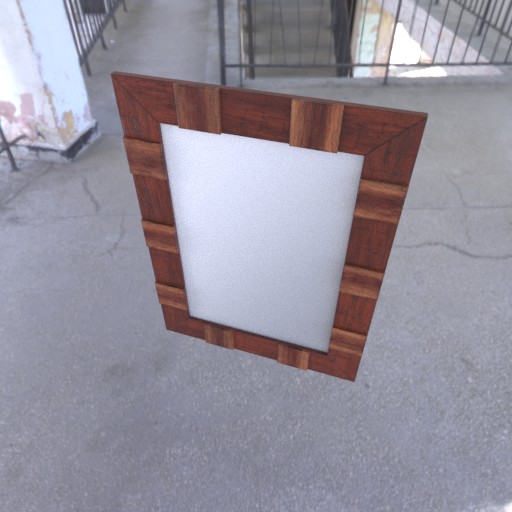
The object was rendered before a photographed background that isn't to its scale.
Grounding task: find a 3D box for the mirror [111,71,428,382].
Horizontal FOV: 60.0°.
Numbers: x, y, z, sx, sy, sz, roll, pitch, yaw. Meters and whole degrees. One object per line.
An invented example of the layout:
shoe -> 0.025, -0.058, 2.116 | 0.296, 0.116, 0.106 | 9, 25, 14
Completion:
mirror -> 0.000, 0.000, 1.075 | 0.600, 0.805, 0.021 | 13, 44, 13
